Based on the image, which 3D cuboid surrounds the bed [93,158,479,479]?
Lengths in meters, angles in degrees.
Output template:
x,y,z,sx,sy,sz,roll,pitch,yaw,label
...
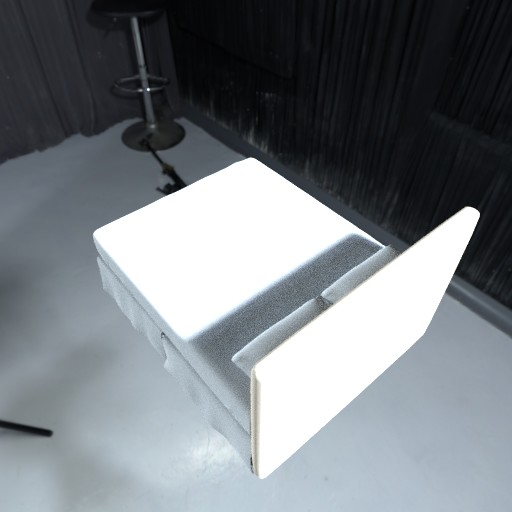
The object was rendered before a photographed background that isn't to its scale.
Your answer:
x,y,z,sx,sy,sz,roll,pitch,yaw,label
0.000,0.000,3.226,1.748,1.330,2.142,-31,53,-27,bed
